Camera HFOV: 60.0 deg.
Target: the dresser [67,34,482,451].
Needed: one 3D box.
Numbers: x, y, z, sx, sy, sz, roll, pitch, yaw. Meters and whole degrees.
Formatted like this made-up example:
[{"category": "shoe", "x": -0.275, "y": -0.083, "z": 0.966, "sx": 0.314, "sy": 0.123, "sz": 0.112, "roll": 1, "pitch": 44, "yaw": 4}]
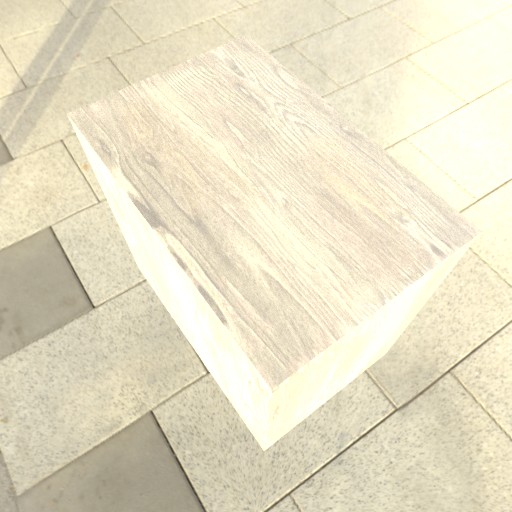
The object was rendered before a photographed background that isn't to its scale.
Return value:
[{"category": "dresser", "x": 0.000, "y": 0.000, "z": 1.301, "sx": 0.529, "sy": 0.762, "sz": 0.809, "roll": -32, "pitch": 64, "yaw": -18}]
